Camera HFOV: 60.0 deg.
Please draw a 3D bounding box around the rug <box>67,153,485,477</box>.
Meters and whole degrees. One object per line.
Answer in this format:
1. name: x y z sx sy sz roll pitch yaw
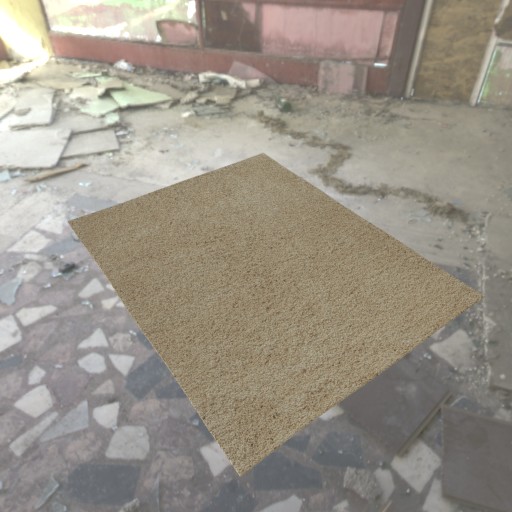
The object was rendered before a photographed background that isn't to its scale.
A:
1. rug: 0.000 0.000 3.972 2.400 0.025 3.000 -25 47 -26
